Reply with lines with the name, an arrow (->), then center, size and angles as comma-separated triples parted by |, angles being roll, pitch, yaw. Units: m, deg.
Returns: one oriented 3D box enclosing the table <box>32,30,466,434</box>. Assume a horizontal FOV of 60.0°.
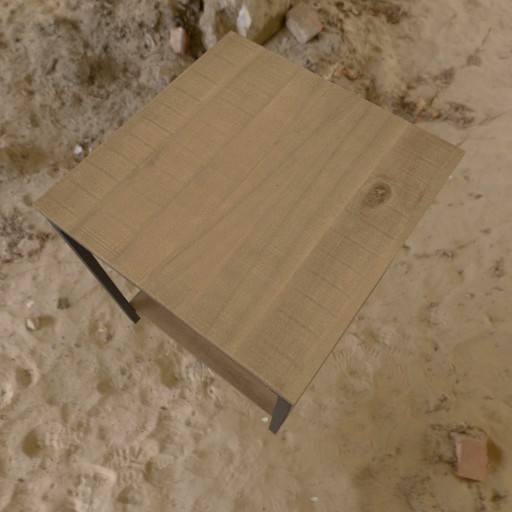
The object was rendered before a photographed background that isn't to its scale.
table -> 0.000, 0.000, 0.986 | 0.503, 0.589, 0.507 | 34, 69, 15
